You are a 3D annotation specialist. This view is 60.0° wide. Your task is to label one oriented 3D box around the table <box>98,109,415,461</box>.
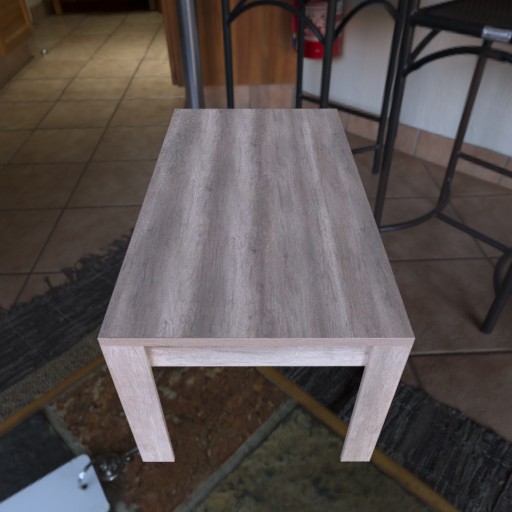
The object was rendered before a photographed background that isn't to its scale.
[{"bbox_3d":[0.000,0.000,2.112,0.900,0.775,1.600,0,41,0],"label":"table"}]
